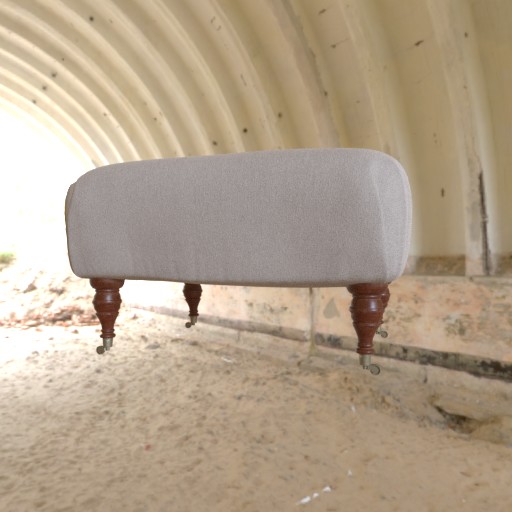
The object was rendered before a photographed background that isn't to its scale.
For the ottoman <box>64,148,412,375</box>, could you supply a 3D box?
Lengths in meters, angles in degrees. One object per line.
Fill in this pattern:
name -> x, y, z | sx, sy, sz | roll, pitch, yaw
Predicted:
ottoman -> 0.000, 0.000, 1.130 | 0.746, 0.450, 0.622 | 0, -1, 18
